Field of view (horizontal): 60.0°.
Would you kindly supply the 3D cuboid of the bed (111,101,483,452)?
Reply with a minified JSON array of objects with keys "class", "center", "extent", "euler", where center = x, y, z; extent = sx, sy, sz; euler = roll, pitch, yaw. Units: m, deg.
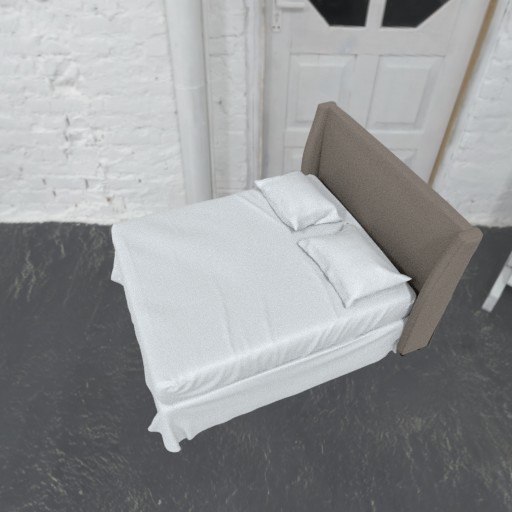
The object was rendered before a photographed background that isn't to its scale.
[{"class":"bed","center":[0.000,0.000,3.487],"extent":[2.276,1.332,1.925],"euler":[-16,48,-15]}]
